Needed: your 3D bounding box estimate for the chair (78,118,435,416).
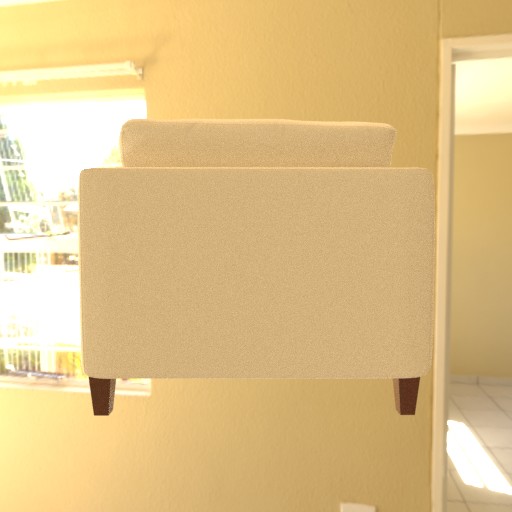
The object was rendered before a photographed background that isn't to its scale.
[{"bbox_3d":[0.000,0.000,1.655,1.019,0.885,0.878,0,2,0],"label":"chair"}]
